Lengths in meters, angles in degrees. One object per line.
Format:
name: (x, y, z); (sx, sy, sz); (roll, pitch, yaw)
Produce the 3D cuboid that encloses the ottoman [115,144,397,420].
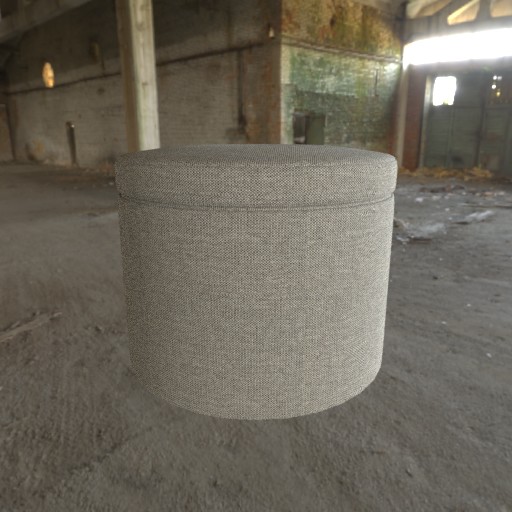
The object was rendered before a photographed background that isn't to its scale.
ottoman: (0.000, 0.000, 0.862); (0.500, 0.419, 0.500); (0, 15, 0)
